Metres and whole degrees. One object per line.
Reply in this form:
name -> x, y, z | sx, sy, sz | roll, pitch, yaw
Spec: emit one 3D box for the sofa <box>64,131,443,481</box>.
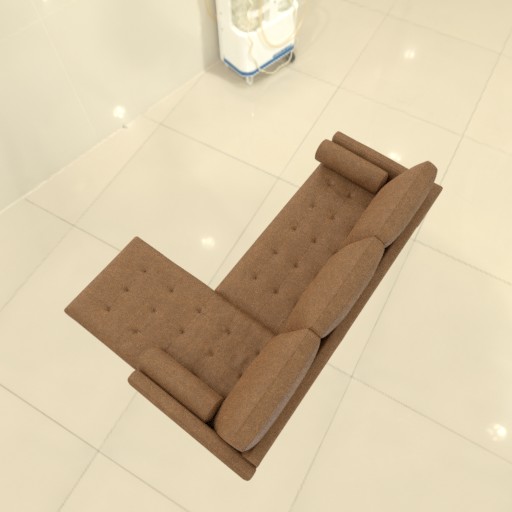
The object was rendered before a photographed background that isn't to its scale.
sofa -> 0.000, 0.000, 2.898 | 1.506, 0.876, 2.178 | 33, 68, 15
